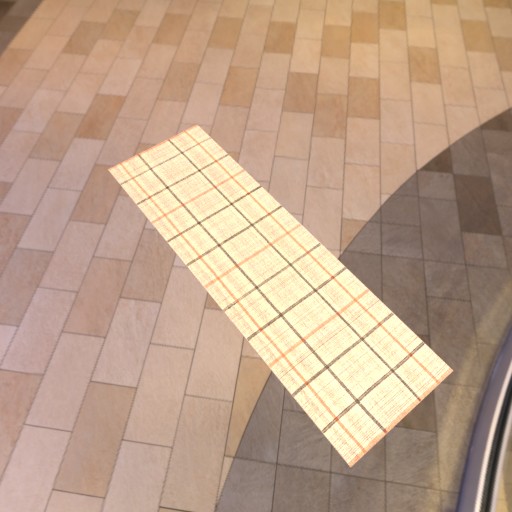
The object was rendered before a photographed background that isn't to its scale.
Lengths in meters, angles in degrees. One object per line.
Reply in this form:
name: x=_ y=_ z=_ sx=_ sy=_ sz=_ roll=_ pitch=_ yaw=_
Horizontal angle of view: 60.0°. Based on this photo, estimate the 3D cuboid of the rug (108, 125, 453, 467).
rug: x=0.000 y=0.000 z=2.754 sx=0.762 sy=0.008 sz=2.439 roll=-33 pitch=63 yaw=-19
